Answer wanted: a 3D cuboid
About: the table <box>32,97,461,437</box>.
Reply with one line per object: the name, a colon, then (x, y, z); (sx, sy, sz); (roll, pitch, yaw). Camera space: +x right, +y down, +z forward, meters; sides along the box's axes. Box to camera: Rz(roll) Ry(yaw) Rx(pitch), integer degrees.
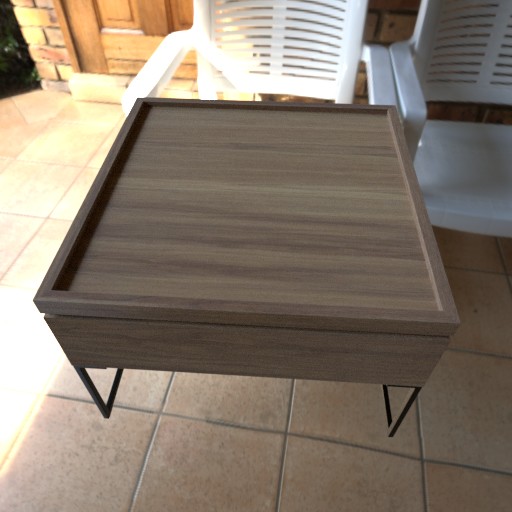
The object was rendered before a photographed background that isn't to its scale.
table: (0.000, 0.000, 1.096); (0.679, 0.464, 0.676); (3, 47, 3)
